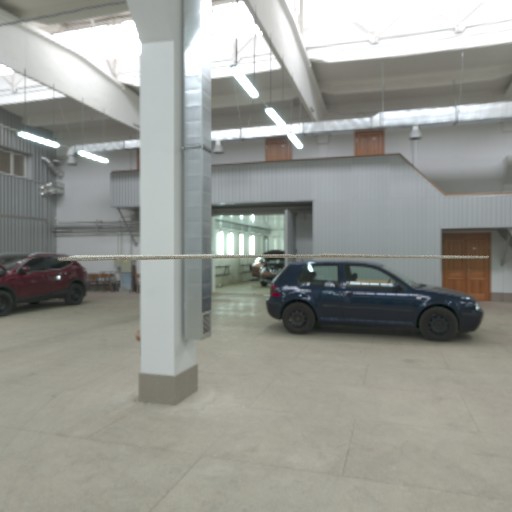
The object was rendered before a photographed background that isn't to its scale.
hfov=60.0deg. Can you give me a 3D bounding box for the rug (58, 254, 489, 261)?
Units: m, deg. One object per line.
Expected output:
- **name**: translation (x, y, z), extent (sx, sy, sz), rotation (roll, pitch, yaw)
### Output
- **rug**: translation (0.000, 0.000, 2.926), extent (2.264, 0.030, 1.624), rotation (0, 0, -18)
